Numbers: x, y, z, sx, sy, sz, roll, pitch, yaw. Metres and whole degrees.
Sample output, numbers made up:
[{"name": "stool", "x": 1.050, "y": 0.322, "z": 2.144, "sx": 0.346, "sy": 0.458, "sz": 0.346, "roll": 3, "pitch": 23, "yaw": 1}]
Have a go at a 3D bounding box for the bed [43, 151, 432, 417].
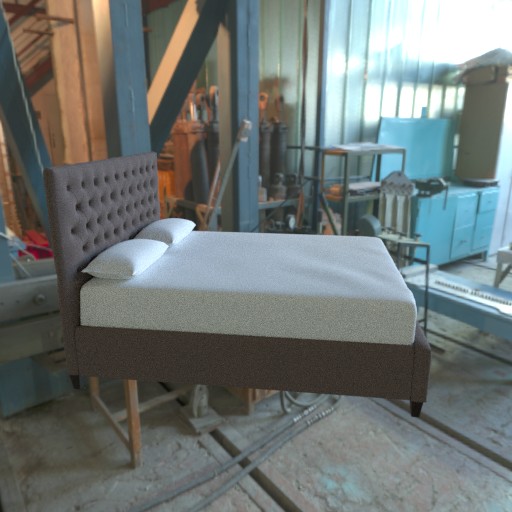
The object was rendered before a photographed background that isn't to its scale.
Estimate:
[{"name": "bed", "x": 0.000, "y": 0.000, "z": 3.328, "sx": 2.233, "sy": 1.426, "sz": 1.696, "roll": 2, "pitch": 17, "yaw": 8}]
